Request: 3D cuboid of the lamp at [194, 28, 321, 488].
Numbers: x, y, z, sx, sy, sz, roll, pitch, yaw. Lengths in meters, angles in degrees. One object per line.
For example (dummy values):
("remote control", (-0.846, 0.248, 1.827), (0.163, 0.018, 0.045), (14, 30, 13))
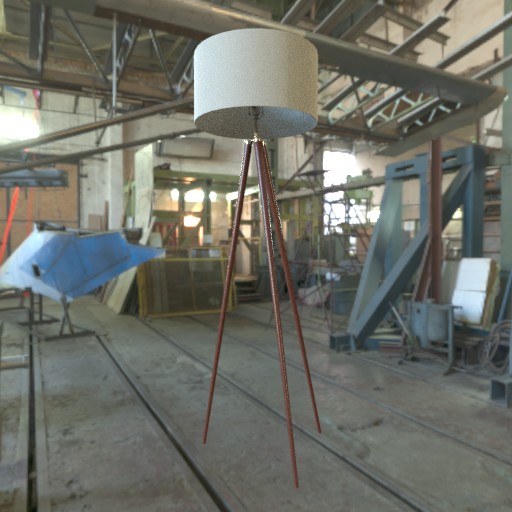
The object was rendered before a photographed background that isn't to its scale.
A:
("lamp", (0.000, 0.000, 1.761), (0.483, 1.553, 0.483), (0, 2, 18))
